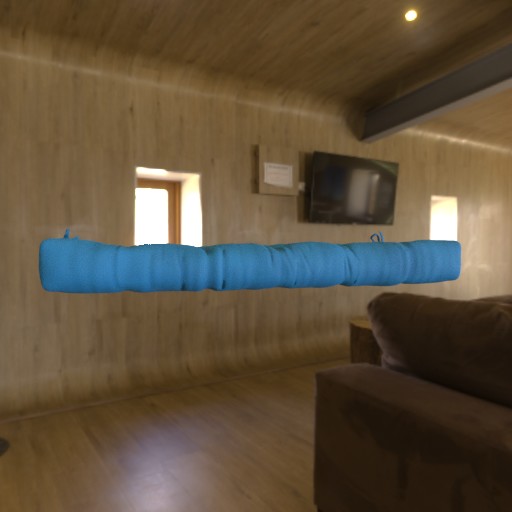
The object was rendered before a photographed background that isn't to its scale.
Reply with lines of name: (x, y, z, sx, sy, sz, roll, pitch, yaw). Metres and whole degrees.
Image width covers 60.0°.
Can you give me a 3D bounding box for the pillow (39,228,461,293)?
pillow: (0.000, 0.000, 1.353, 1.194, 0.174, 0.511, 0, 1, -17)
